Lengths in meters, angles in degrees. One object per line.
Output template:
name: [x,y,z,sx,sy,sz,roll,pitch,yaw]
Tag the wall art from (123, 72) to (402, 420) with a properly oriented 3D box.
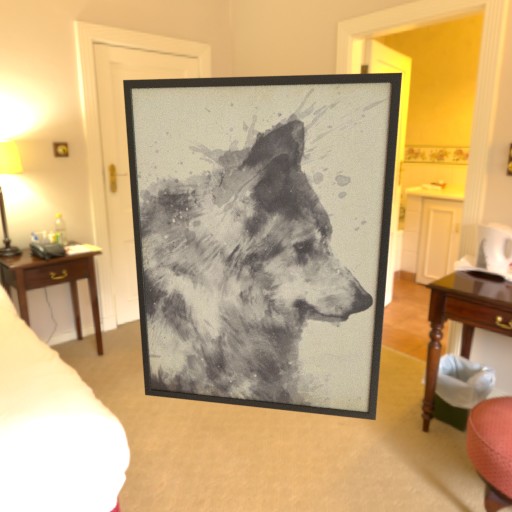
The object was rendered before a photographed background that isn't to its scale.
wall art: [0.000,0.000,1.407,0.804,1.061,0.039,3,15,10]
